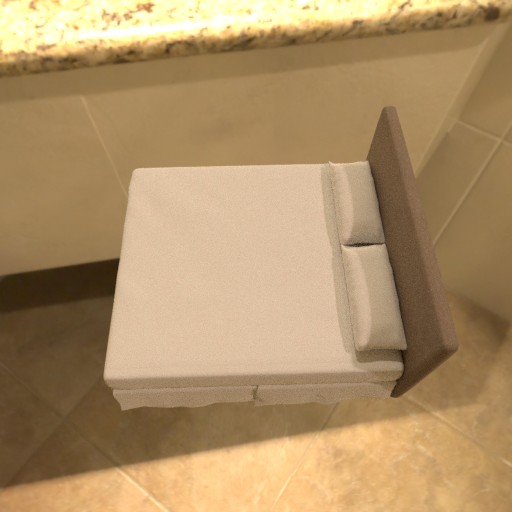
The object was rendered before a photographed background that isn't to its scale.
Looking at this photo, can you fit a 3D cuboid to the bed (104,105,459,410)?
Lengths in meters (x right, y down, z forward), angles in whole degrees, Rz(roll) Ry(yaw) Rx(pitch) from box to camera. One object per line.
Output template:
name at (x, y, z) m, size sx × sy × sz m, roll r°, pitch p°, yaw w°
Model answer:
bed at (0.000, 0.000, 3.604) m, size 2.341 × 1.317 × 2.119 m, roll -1°, pitch 60°, yaw -1°
